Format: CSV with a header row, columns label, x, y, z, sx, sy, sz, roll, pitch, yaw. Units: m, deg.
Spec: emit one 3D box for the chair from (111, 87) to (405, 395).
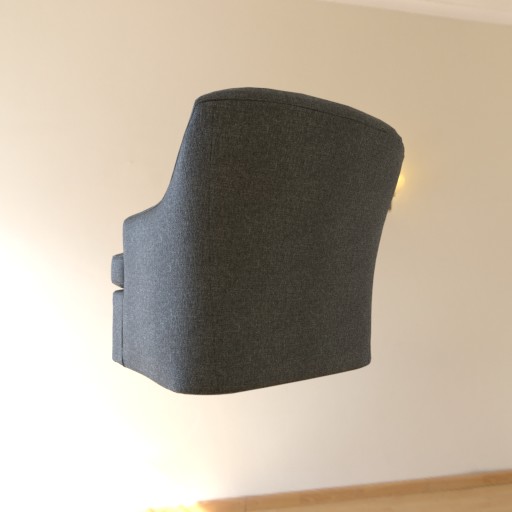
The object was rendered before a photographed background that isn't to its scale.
label,x,y,z,sx,sy,sz,roll,pitch,yaw
chair,0.000,0.000,1.611,0.864,0.856,0.923,2,-3,-37
